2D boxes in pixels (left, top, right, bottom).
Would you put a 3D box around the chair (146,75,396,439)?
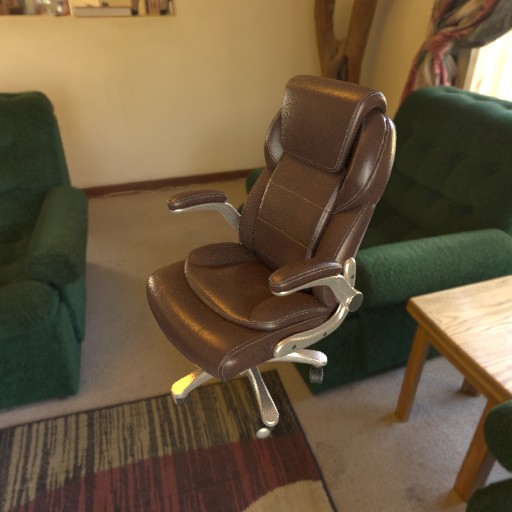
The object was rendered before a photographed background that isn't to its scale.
[{"bbox_3d":[0.000,0.000,1.626,0.774,1.160,0.733,-20,36,-30],"label":"chair"}]
